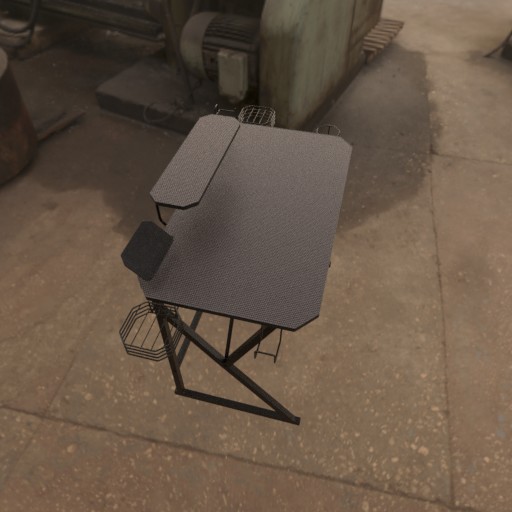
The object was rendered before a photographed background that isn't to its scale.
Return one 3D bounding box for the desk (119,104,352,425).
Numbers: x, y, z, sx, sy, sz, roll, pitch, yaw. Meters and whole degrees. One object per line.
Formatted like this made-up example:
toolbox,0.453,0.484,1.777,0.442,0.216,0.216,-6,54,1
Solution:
desk,0.000,0.000,1.754,0.580,0.880,1.290,11,48,10
